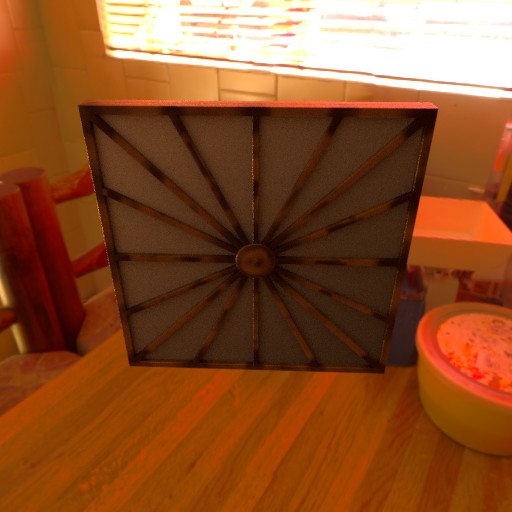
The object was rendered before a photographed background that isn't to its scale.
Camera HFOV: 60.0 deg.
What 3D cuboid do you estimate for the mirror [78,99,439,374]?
[{"bbox_3d":[0.000,0.000,0.766,0.509,0.507,0.042,1,31,2],"label":"mirror"}]
